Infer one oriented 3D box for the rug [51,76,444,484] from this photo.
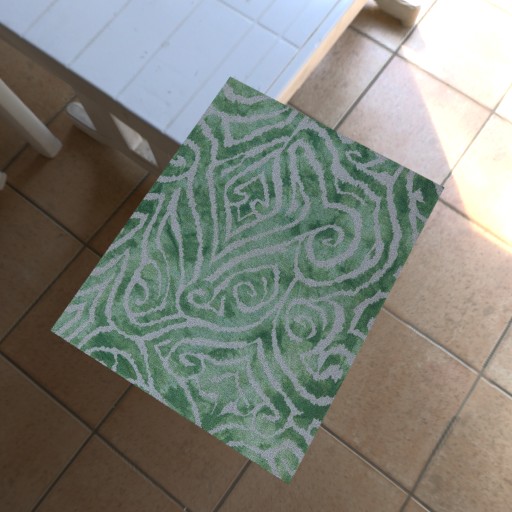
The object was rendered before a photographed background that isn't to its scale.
[{"bbox_3d":[0.000,0.000,4.115,2.436,0.007,3.045,30,77,8],"label":"rug"}]
